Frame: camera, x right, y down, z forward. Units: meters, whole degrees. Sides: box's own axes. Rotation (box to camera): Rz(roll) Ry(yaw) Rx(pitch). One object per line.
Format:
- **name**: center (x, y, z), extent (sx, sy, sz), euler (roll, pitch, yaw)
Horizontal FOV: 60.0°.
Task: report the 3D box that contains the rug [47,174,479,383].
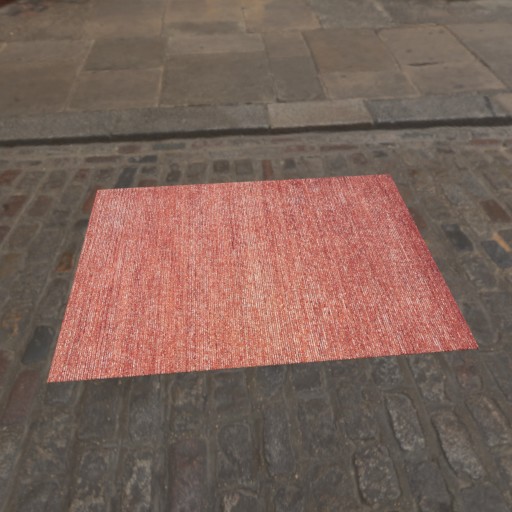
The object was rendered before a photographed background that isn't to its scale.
- **rug**: center (0.000, 0.000, 5.013), extent (3.965, 0.025, 2.803), euler (-4, 46, -4)
